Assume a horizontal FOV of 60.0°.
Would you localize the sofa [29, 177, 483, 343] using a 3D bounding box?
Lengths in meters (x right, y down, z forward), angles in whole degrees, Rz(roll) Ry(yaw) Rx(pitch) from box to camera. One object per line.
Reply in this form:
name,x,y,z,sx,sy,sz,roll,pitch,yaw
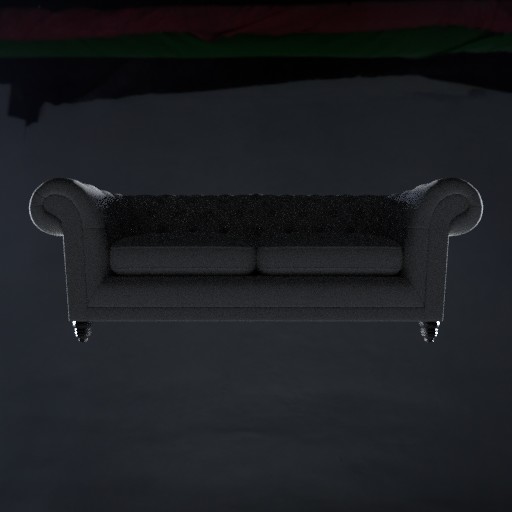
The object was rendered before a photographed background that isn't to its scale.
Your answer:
sofa,0.000,0.000,2.411,1.998,0.764,0.986,0,0,0
